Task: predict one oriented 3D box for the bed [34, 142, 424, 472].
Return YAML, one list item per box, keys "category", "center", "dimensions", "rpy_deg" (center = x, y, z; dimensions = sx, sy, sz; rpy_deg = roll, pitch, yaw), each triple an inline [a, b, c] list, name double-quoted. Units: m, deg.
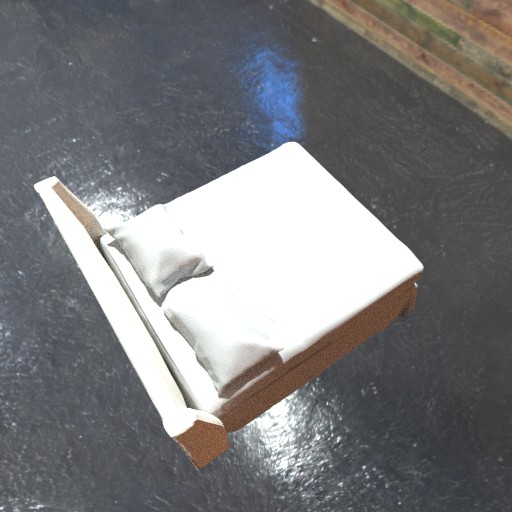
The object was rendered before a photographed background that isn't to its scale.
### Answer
- category: "bed"
  center: [0.000, 0.000, 3.372]
  dimensions: [2.276, 1.332, 1.925]
  rpy_deg: [-30, 62, -17]
